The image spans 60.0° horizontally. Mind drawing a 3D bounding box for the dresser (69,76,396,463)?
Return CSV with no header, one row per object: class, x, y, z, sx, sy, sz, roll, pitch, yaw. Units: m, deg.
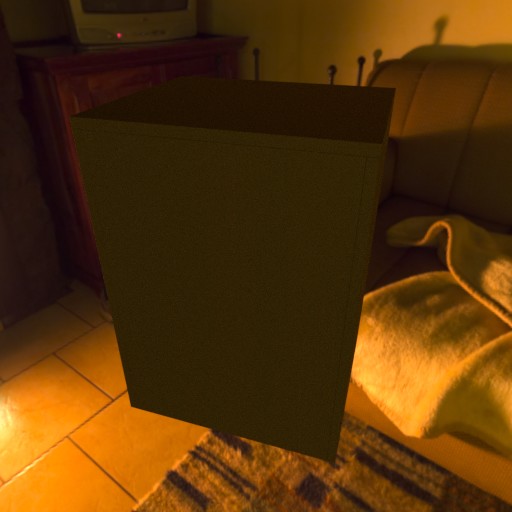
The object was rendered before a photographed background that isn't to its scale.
dresser,0.000,0.000,0.820,0.400,0.560,0.360,9,32,15
